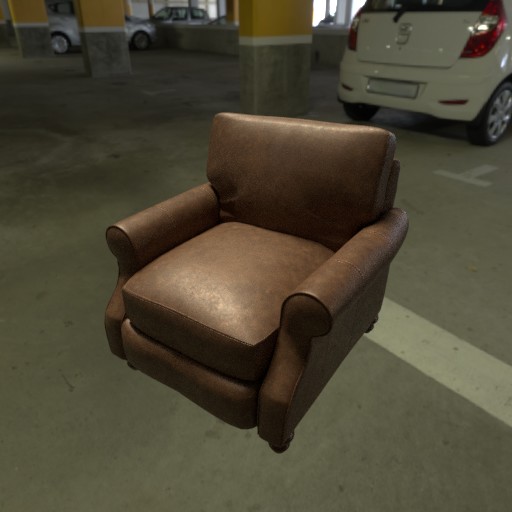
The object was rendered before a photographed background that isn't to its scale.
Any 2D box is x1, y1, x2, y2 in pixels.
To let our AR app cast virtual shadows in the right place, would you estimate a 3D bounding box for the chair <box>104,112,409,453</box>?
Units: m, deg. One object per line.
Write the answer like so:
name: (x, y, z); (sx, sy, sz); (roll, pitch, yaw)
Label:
chair: (0.000, 0.000, 1.785); (0.996, 0.976, 1.002); (18, 33, 30)
